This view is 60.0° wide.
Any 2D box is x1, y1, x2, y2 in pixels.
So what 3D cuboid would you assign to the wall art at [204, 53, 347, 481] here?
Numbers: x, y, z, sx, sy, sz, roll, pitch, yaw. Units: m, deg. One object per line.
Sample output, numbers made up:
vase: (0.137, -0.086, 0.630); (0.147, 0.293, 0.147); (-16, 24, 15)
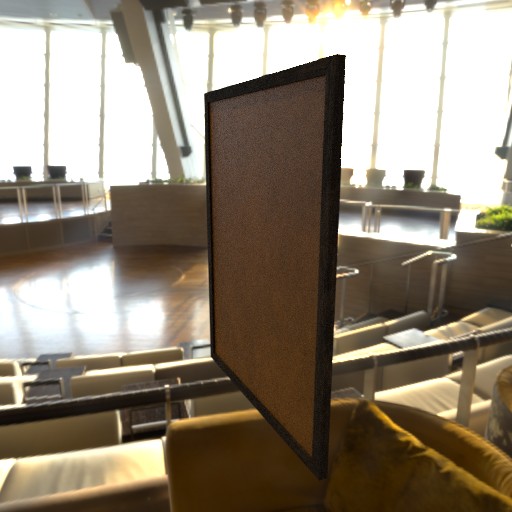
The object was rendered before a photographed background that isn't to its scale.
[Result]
wall art: (0.000, 0.000, 1.424); (0.029, 1.066, 0.812); (-7, 15, -26)
